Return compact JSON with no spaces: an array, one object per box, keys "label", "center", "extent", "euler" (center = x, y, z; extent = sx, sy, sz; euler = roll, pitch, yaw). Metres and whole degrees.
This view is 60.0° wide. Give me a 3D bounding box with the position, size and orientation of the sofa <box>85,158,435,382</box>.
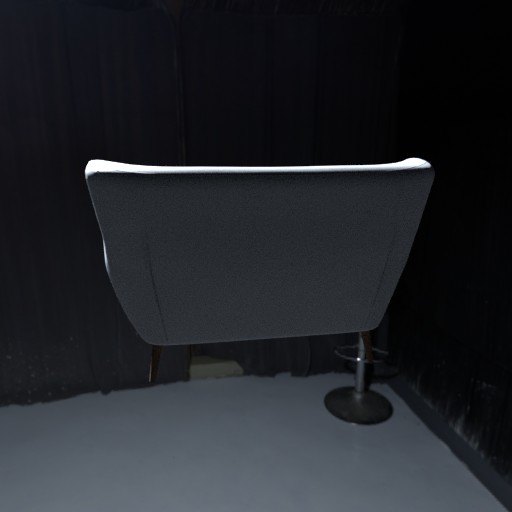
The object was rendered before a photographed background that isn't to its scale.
[{"label":"sofa","center":[0.000,0.000,2.023],"extent":[1.424,0.878,0.921],"euler":[-2,14,-9]}]
